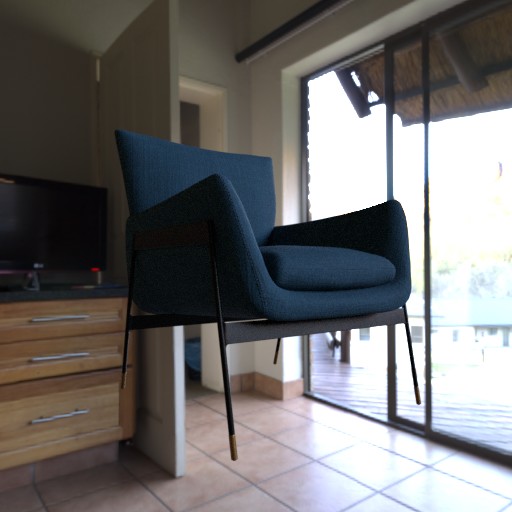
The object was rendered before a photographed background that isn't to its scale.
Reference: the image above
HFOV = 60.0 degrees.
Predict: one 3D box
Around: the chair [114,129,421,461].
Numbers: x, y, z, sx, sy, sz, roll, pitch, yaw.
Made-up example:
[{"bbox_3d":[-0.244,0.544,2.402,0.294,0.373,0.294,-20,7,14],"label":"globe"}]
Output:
[{"bbox_3d":[0.000,0.000,1.388,0.678,0.859,0.769,1,-2,-36],"label":"chair"}]
